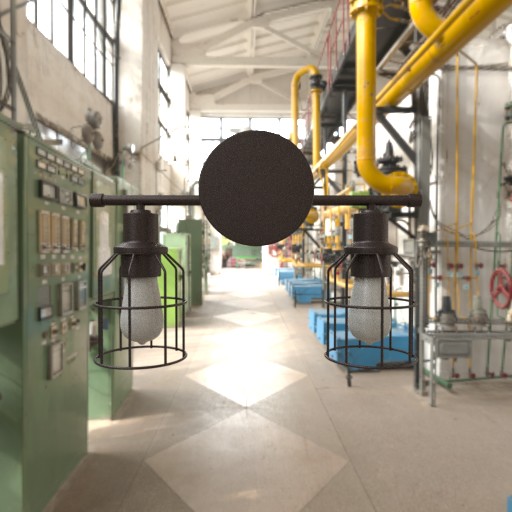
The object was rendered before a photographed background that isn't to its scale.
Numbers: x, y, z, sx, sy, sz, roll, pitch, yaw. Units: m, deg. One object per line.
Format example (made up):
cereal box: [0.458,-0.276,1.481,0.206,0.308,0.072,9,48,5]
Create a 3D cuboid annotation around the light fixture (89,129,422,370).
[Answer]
light fixture: [0.000,0.000,0.524,0.406,0.254,0.165,0,1,0]
